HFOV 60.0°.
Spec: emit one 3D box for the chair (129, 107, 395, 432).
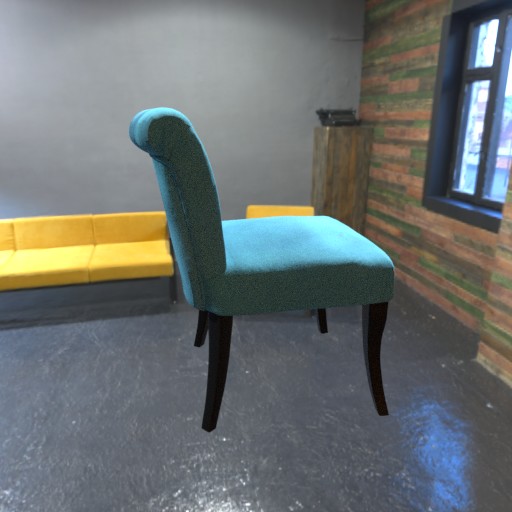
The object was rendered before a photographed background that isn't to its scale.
[{"bbox_3d":[0.000,0.000,1.202,0.605,0.750,0.582,-3,17,-10],"label":"chair"}]
